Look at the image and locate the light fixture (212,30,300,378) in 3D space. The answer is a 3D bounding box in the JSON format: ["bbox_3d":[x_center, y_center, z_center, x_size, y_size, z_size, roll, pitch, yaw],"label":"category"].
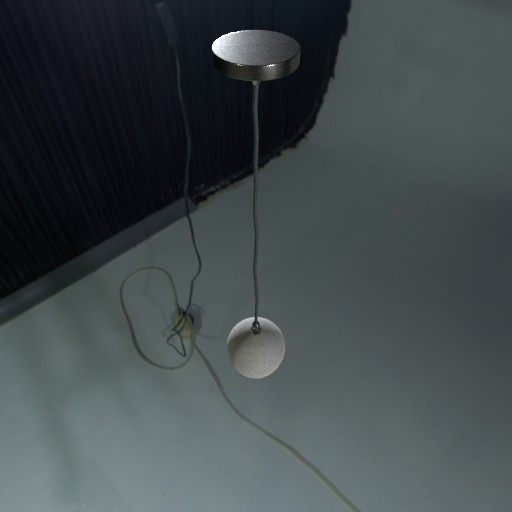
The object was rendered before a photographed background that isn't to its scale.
[{"bbox_3d":[0.000,0.000,0.832,0.139,0.764,0.139,33,55,27],"label":"light fixture"}]
